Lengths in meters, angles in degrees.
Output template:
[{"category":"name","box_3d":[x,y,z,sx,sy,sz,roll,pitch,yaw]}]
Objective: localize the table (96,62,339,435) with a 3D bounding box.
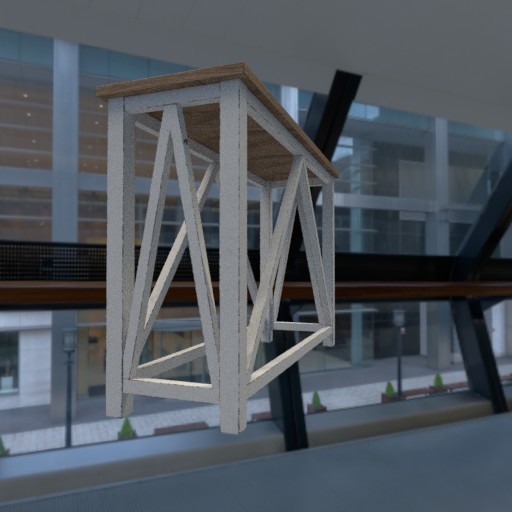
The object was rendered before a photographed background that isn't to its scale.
[{"category":"table","box_3d":[0.000,0.000,1.820,0.450,0.930,1.400,0,-1,20]}]
